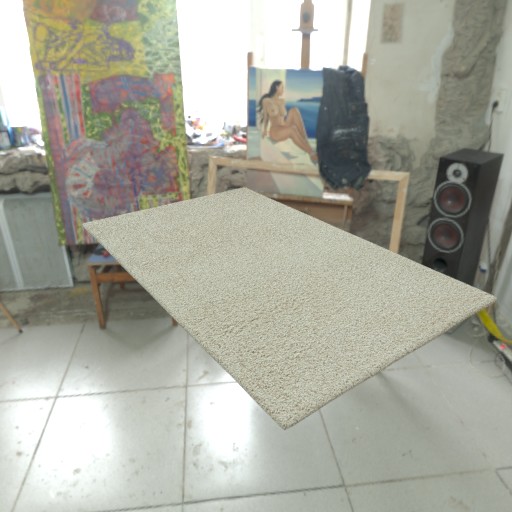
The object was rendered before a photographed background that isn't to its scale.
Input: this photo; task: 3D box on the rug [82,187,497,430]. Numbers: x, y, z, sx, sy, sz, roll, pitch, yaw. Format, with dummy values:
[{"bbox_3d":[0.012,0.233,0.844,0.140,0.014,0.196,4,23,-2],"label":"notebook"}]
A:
[{"bbox_3d":[0.000,0.000,2.918,1.524,0.030,2.438,-18,32,-32],"label":"rug"}]
